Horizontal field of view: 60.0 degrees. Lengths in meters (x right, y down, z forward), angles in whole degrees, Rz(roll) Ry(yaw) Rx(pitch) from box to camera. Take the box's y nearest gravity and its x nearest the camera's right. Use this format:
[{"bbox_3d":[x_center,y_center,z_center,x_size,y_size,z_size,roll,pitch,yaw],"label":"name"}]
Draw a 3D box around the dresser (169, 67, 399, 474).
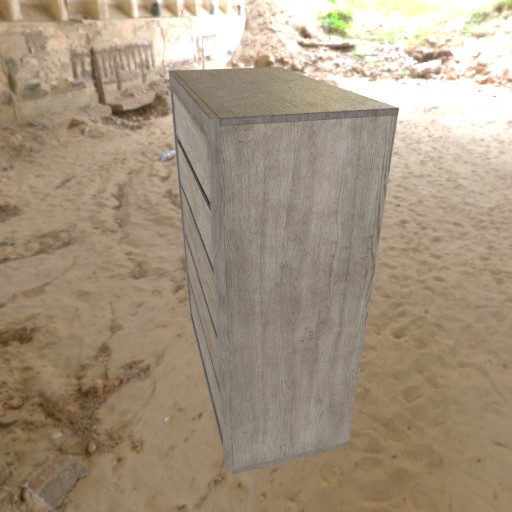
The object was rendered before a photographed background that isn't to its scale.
[{"bbox_3d":[0.000,0.000,1.781,0.483,1.295,0.967,-8,30,-13],"label":"dresser"}]
